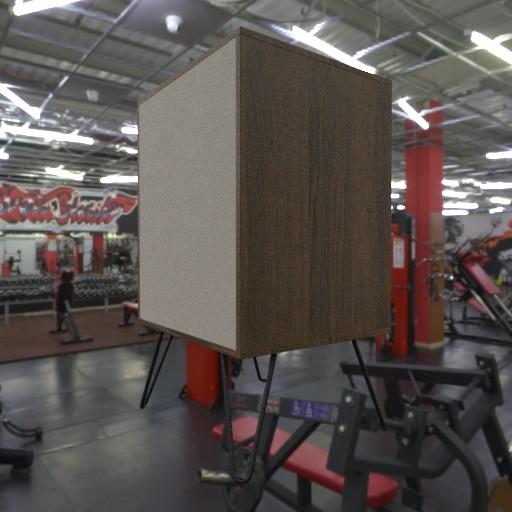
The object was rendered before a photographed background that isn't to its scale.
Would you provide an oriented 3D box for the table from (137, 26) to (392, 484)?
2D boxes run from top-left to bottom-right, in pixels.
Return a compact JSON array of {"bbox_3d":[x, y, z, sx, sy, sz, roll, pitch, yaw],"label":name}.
[{"bbox_3d":[0.000,0.000,1.172,0.457,0.866,0.526,-1,1,-36],"label":"table"}]
